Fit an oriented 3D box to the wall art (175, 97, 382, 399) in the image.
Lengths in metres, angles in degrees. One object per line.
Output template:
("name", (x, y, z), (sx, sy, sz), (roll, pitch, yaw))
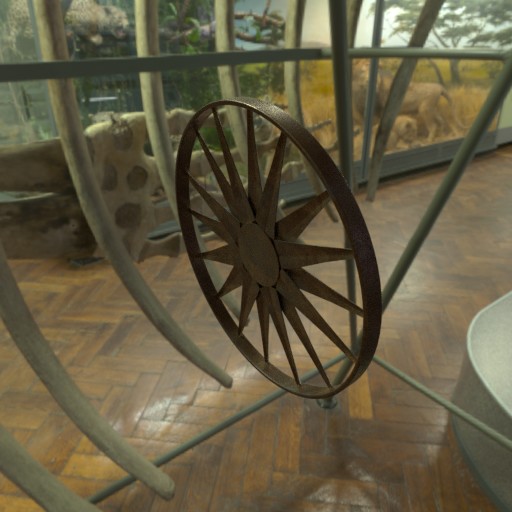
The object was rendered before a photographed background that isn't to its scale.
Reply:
("wall art", (0.000, 0.000, 0.858), (0.084, 0.583, 0.582), (-18, 31, -32))
